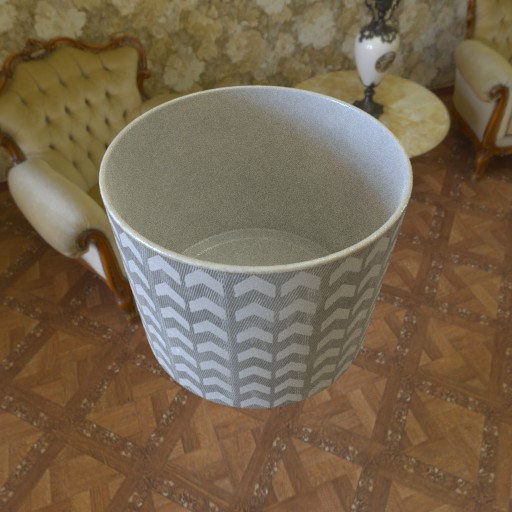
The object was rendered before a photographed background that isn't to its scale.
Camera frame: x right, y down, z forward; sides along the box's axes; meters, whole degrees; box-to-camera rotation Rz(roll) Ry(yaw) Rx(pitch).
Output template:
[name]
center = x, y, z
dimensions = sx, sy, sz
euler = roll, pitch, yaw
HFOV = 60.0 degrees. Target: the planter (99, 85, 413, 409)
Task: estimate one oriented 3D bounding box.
[planter]
center = 0.000, 0.000, 0.449
dimensions = 0.250, 0.239, 0.250
euler = 0, 47, 0
